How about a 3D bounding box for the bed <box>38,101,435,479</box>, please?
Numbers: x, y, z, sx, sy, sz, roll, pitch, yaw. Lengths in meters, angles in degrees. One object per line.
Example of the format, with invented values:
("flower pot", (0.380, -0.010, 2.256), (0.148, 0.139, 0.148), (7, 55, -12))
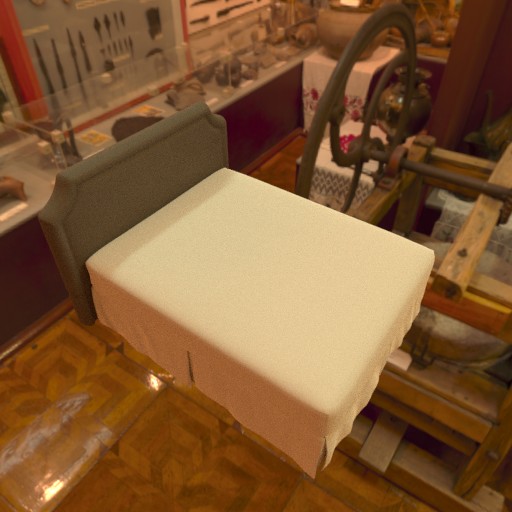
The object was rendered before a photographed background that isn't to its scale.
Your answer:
("bed", (0.000, 0.000, 3.189), (2.181, 1.297, 1.831), (26, 48, 26))
